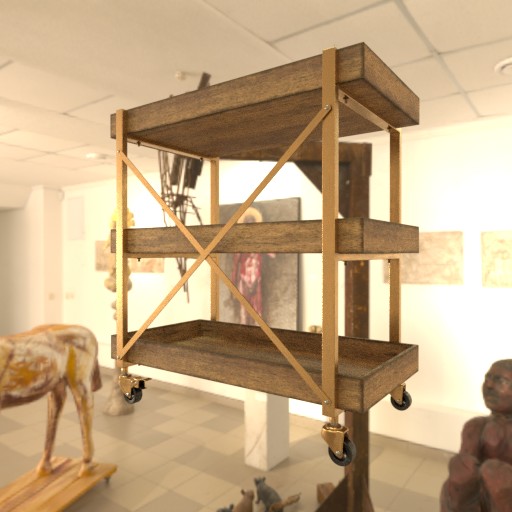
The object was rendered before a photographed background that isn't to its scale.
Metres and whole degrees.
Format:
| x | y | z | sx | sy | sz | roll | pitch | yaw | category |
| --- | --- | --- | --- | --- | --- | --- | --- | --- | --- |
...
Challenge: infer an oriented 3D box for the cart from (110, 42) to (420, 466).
| x | y | z | sx | sy | sz | roll | pitch | yaw | category |
| --- | --- | --- | --- | --- | --- | --- | --- | --- | --- |
| 0.000 | 0.000 | 1.189 | 0.750 | 0.799 | 0.416 | 0 | 1 | 35 | cart |
